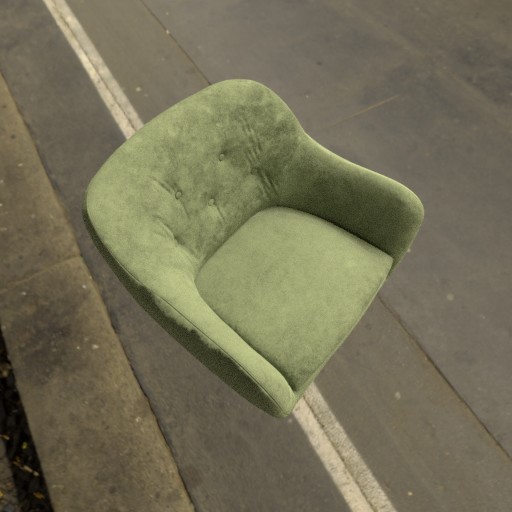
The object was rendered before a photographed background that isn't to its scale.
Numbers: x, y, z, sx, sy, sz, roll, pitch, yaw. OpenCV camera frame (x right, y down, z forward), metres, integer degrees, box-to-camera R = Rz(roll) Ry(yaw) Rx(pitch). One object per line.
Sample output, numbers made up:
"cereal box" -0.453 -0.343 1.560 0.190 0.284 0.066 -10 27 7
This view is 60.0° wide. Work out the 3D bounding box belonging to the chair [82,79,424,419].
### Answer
"chair" 0.000 0.000 1.542 0.819 0.804 0.840 34 63 20
